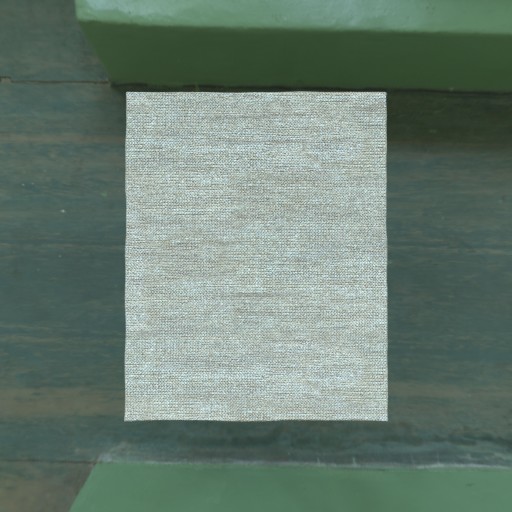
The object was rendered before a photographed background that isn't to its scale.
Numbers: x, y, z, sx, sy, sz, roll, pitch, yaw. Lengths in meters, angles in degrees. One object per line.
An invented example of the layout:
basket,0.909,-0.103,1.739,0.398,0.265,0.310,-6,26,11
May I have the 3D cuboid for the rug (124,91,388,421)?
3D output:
rug,0.000,0.000,4.089,2.429,0.030,3.052,0,89,0
